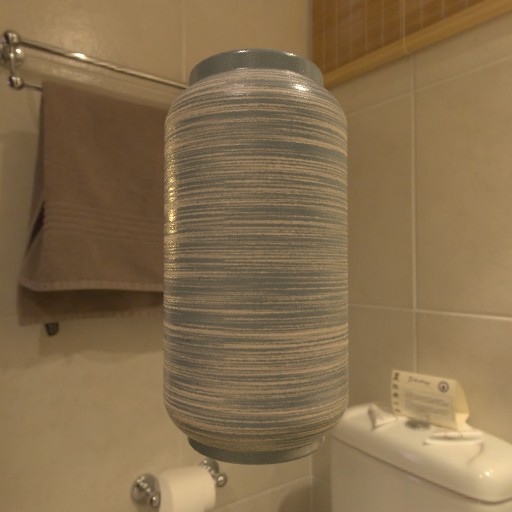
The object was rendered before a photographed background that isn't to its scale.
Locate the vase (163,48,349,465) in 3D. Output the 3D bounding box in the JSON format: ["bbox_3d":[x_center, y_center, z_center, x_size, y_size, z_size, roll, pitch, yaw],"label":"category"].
[{"bbox_3d":[0.000,0.000,0.286,0.116,0.230,0.116,0,-1,0],"label":"vase"}]
